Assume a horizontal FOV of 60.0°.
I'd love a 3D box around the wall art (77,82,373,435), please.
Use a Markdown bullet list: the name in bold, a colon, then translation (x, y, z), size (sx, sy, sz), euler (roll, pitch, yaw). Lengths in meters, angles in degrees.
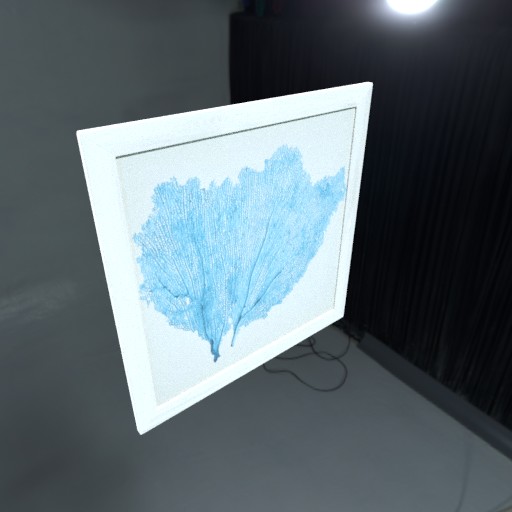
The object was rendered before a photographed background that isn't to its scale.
- **wall art**: translation (0.000, 0.000, 0.871), size (0.584, 0.584, 0.013), euler (-22, 37, -33)
